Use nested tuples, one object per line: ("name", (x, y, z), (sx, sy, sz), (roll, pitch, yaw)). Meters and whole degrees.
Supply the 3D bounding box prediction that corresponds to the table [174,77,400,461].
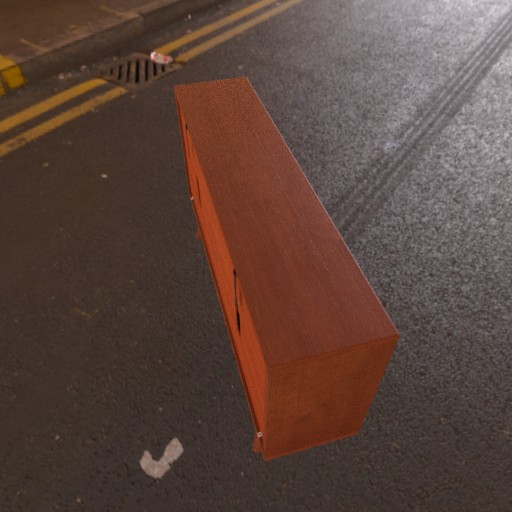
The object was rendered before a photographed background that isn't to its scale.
("table", (0.000, 0.000, 1.533), (0.308, 0.698, 1.220), (-12, 48, -11))
